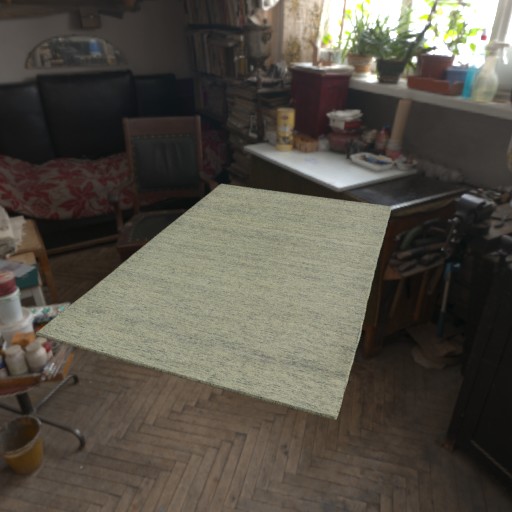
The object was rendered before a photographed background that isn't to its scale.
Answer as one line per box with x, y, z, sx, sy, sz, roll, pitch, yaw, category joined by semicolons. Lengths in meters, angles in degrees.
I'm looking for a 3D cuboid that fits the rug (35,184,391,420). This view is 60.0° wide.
0.000;0.000;2.359;1.243;0.014;1.846;10;31;17;rug
